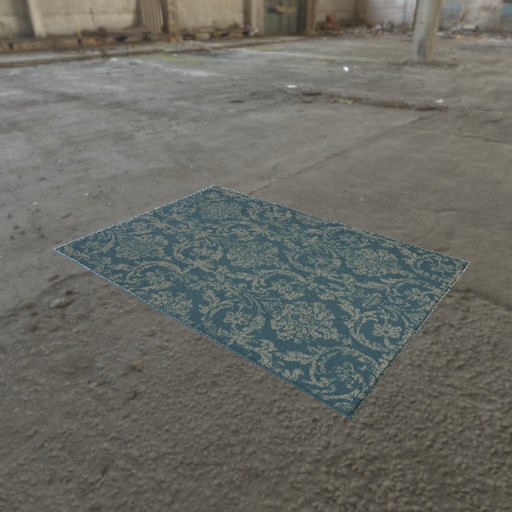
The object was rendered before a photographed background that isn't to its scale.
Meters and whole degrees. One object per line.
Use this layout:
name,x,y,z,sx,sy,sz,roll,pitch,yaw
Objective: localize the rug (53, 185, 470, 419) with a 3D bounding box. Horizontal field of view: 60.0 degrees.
rug,0.000,0.000,2.851,2.205,0.012,1.554,22,36,33
